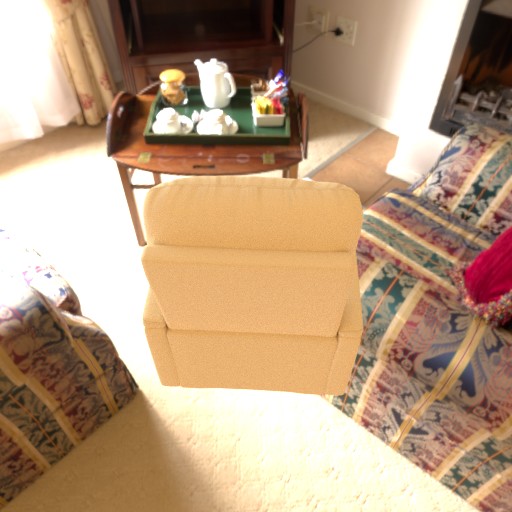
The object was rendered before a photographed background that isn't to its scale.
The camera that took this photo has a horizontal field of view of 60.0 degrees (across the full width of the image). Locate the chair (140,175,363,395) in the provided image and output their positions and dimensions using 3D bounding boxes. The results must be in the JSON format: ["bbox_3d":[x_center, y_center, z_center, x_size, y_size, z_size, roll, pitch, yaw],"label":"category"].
[{"bbox_3d":[0.000,0.000,1.676,0.775,1.082,0.831,2,46,2],"label":"chair"}]
